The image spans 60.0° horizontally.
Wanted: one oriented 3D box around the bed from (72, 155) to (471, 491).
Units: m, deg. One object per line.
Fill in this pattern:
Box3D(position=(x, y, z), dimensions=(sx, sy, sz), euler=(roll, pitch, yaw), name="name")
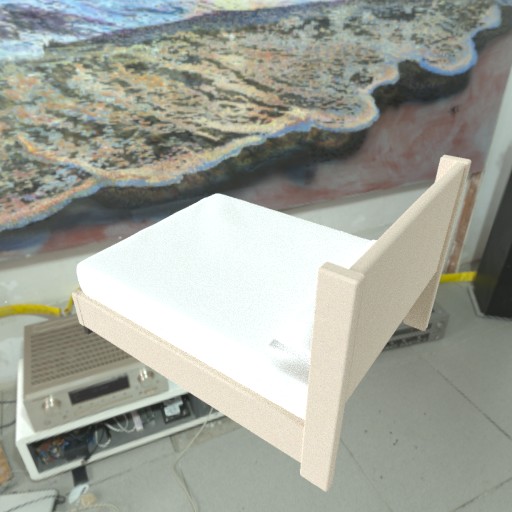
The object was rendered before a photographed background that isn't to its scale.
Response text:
Box3D(position=(0.000, 0.000, 3.321), dimensions=(2.293, 1.471, 1.778), euler=(21, 38, 30), name="bed")
